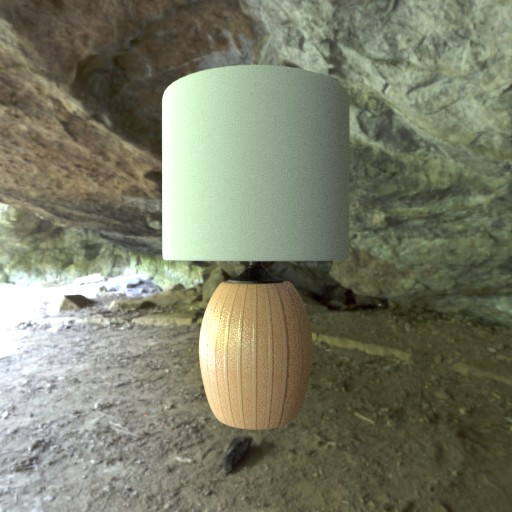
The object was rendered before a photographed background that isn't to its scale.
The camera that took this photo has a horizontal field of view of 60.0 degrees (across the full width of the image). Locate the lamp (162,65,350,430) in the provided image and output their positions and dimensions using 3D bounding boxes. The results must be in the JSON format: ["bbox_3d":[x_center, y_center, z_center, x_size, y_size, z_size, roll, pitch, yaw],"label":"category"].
[{"bbox_3d":[0.000,0.000,0.797,0.329,0.570,0.329,0,0,0],"label":"lamp"}]
